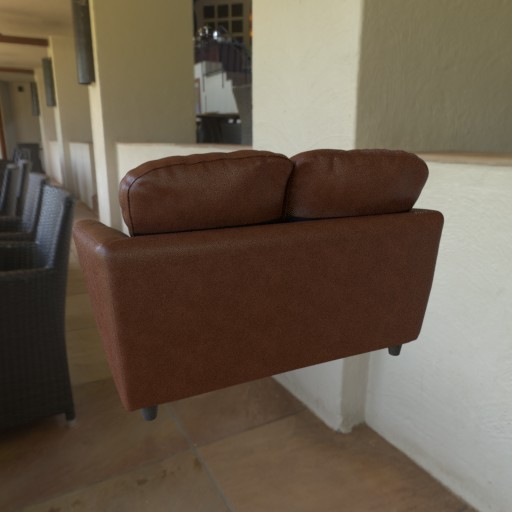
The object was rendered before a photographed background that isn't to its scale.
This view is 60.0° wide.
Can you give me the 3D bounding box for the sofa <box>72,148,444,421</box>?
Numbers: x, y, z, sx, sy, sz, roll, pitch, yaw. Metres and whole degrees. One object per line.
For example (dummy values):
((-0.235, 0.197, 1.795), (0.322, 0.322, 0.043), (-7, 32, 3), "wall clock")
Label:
((0.000, 0.000, 1.908), (1.406, 0.906, 0.805), (-7, 16, -25), "sofa")
